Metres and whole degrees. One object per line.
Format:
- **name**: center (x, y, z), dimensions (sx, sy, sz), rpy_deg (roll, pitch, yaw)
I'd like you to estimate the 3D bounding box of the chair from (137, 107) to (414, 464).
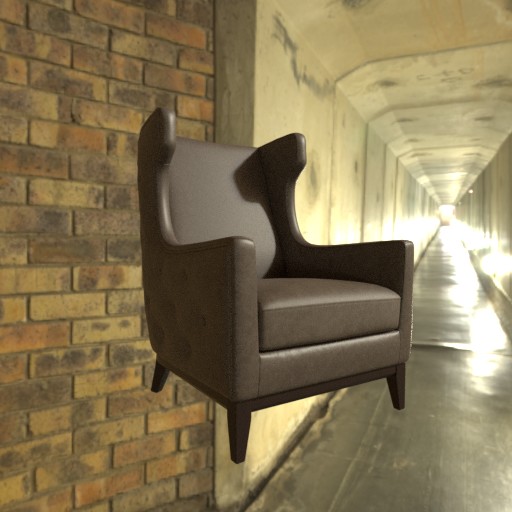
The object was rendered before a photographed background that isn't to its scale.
- **chair**: center (0.000, 0.000, 1.684), dimensions (0.769, 1.079, 0.899), rpy_deg (-1, 1, -35)
